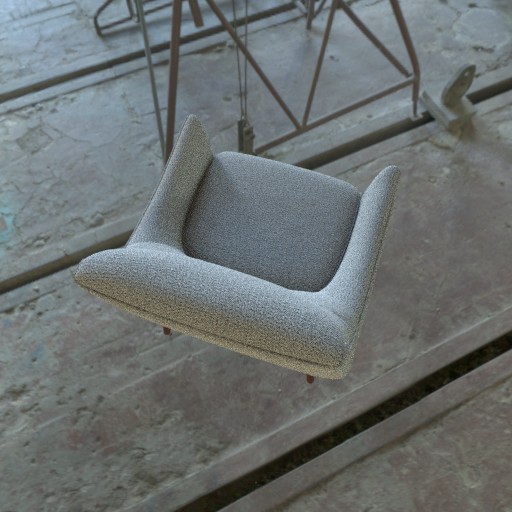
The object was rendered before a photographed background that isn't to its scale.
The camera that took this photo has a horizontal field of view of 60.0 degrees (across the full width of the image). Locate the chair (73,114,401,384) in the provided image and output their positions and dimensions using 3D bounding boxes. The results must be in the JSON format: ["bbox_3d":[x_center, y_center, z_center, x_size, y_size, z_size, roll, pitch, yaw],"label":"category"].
[{"bbox_3d":[0.000,0.000,1.450,0.762,0.838,0.787,17,64,8],"label":"chair"}]
